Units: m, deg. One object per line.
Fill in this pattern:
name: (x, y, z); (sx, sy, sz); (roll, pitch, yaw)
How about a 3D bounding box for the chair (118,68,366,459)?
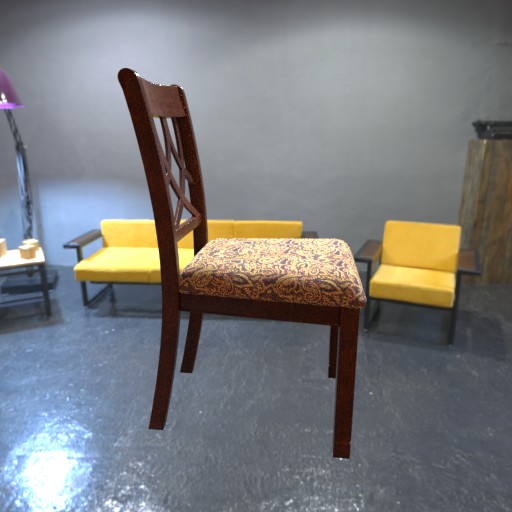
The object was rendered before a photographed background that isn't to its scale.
chair: (0.000, 0.000, 1.277); (0.584, 0.965, 0.457); (2, 16, 7)
